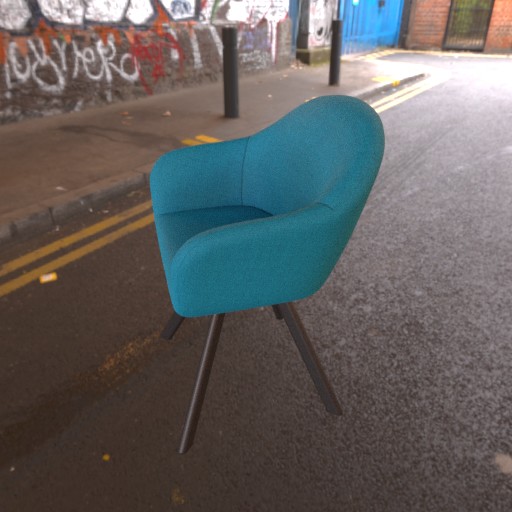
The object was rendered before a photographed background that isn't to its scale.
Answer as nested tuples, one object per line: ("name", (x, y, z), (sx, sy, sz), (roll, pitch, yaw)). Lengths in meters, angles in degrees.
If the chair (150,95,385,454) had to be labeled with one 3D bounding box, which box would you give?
("chair", (0.000, 0.000, 1.191), (0.550, 0.795, 0.590), (-8, 30, -14))
